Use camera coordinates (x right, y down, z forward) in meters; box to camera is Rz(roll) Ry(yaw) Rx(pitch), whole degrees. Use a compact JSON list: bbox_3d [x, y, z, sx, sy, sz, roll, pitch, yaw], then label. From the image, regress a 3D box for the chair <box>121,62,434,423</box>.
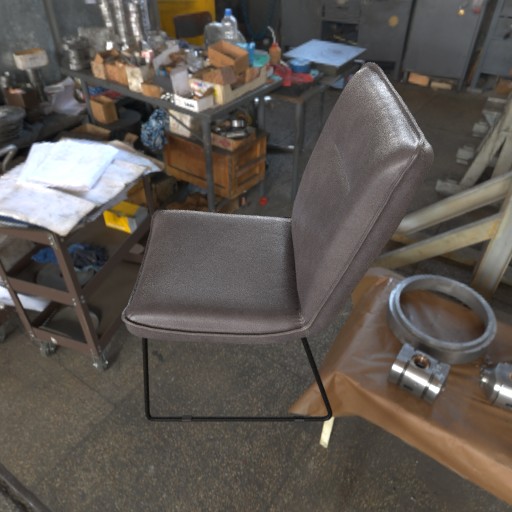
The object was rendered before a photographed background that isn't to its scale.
[{"bbox_3d":[0.000,0.000,1.278,0.688,0.932,0.515,0,40,0],"label":"chair"}]
